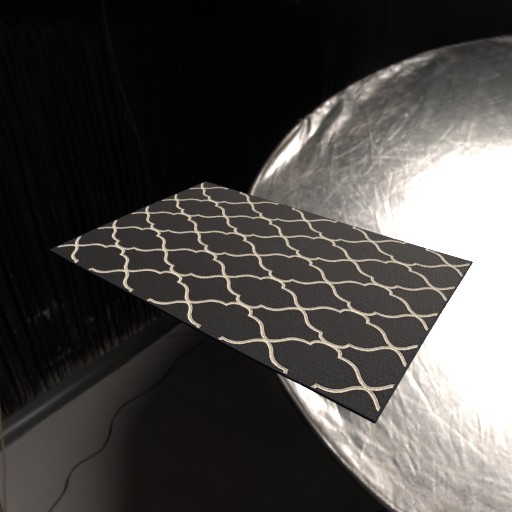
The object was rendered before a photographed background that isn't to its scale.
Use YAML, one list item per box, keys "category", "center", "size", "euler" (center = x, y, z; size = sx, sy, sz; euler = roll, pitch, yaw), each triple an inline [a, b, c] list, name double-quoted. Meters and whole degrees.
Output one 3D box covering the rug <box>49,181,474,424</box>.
- category: "rug"
  center: [0.000, 0.000, 2.856]
  size: [2.294, 0.014, 1.528]
  euler: [21, 37, 31]
